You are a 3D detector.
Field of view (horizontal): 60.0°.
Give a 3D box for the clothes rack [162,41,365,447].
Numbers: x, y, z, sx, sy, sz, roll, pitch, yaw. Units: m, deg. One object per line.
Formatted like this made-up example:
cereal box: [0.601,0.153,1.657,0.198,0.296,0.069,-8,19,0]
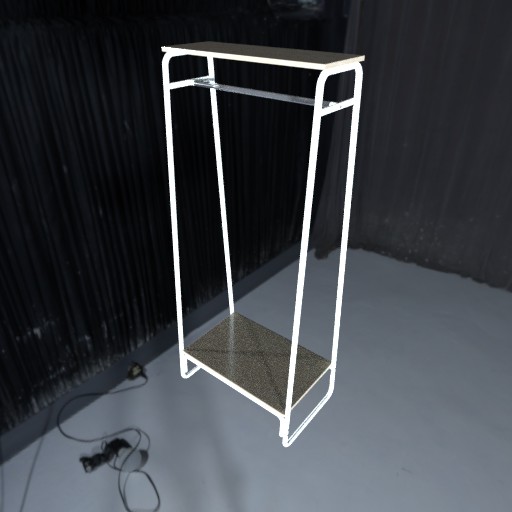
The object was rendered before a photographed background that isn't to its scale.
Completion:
clothes rack: [0.000,0.000,1.789,0.640,1.512,0.400,23,38,32]
